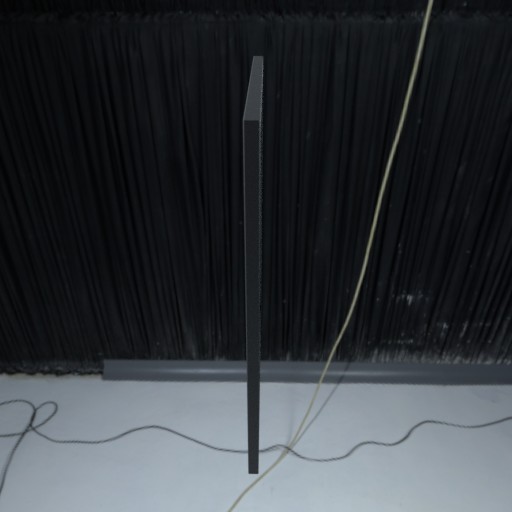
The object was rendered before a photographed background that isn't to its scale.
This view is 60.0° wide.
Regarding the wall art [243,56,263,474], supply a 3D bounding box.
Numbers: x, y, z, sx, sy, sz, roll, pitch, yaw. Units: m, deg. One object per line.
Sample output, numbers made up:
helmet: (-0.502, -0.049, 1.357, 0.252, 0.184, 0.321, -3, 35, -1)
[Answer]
wall art: (0.000, 0.000, 1.361, 0.030, 1.027, 0.774, 1, 32, 1)
